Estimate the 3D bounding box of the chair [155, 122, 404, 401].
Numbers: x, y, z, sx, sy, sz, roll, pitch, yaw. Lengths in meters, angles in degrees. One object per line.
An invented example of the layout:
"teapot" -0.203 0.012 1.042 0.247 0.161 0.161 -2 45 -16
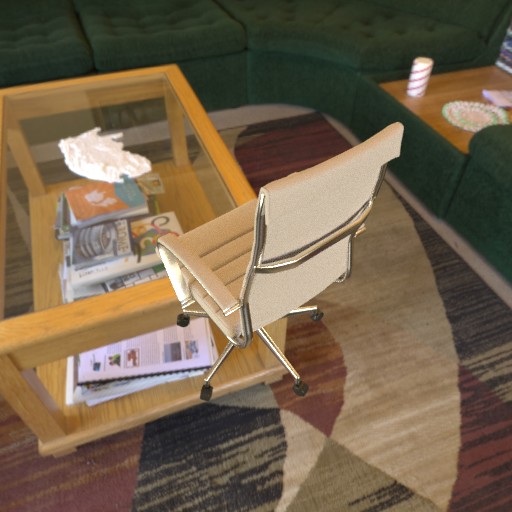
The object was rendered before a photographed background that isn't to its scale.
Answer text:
"chair" 0.000 0.000 1.566 0.679 1.149 0.667 -29 53 -25
